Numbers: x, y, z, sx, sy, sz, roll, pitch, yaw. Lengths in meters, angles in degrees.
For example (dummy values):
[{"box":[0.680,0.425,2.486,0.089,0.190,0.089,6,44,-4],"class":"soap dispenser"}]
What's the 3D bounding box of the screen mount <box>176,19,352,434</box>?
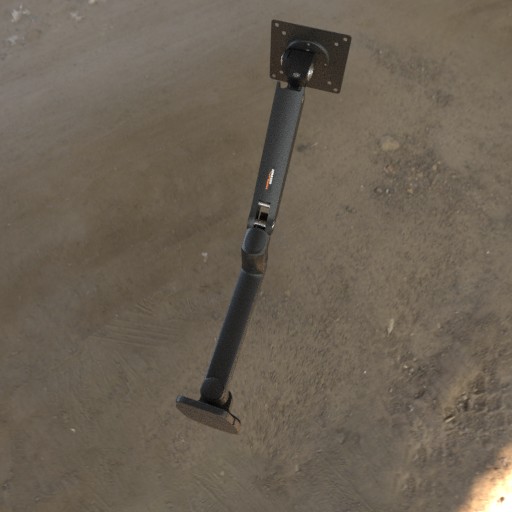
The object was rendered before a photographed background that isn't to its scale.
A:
[{"box":[0.000,0.000,0.712,0.115,0.466,0.495,16,64,8],"class":"screen mount"}]
